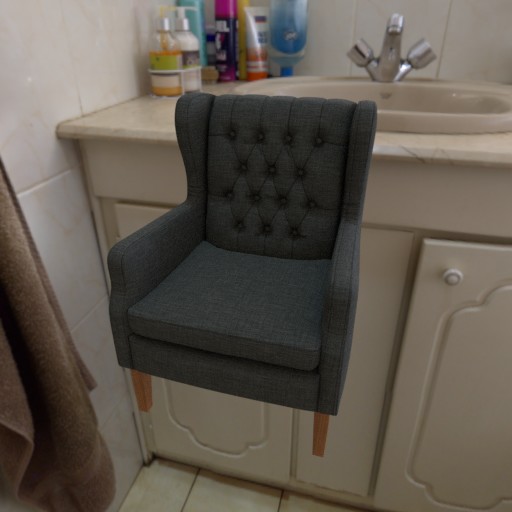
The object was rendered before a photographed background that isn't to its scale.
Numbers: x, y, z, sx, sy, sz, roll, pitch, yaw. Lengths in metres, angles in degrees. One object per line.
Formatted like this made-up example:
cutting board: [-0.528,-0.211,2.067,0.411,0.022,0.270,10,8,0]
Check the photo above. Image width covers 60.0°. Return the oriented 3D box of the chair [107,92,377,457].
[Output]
chair: [0.000,0.000,1.489,0.711,0.953,0.775,8,30,15]
